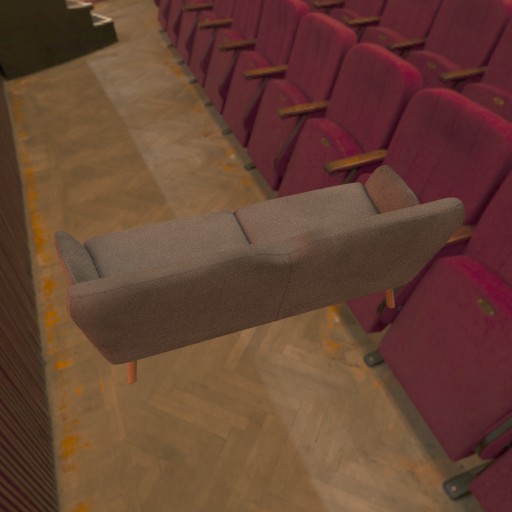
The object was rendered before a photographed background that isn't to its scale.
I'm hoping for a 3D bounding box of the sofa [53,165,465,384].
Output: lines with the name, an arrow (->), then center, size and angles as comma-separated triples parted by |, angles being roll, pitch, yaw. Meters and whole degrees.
sofa -> 0.000, 0.000, 2.266 | 1.870, 0.810, 0.850 | -13, 45, -14
